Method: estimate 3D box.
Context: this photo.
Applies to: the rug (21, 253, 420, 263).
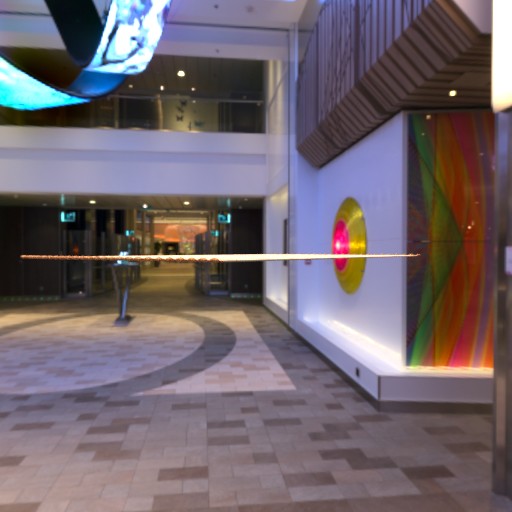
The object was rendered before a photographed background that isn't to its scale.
[{"bbox_3d":[0.000,0.000,2.545,1.232,0.017,2.092,0,1,37],"label":"rug"}]
